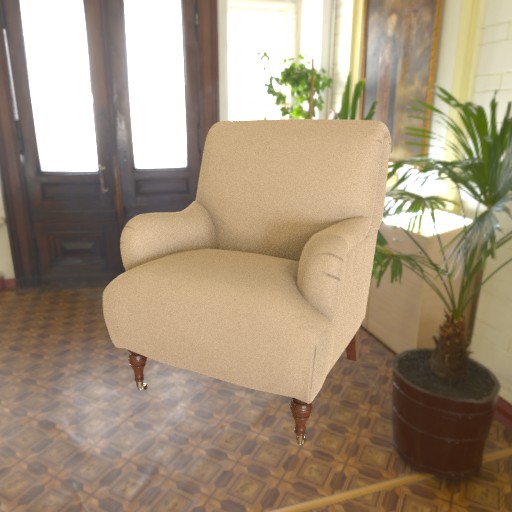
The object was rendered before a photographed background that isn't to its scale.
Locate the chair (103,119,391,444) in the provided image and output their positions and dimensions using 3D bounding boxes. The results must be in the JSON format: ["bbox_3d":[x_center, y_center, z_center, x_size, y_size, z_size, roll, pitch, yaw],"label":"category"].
[{"bbox_3d":[0.000,0.000,1.587,0.766,0.942,0.842,8,19,26],"label":"chair"}]
